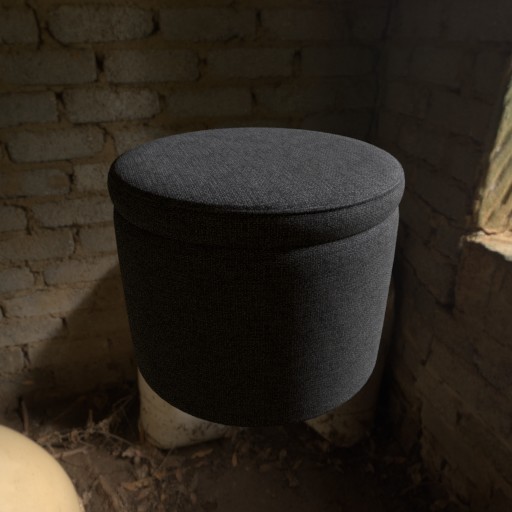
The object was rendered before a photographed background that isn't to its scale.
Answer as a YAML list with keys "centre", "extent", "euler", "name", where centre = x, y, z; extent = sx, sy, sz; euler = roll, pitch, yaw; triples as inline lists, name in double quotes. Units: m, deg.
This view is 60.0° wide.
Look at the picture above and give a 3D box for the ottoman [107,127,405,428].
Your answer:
- centre: [0.000, 0.000, 0.885]
  extent: [0.520, 0.430, 0.520]
  euler: [0, 27, 0]
  name: "ottoman"
